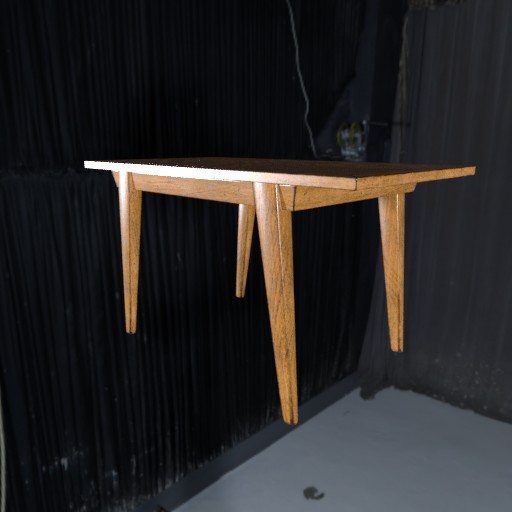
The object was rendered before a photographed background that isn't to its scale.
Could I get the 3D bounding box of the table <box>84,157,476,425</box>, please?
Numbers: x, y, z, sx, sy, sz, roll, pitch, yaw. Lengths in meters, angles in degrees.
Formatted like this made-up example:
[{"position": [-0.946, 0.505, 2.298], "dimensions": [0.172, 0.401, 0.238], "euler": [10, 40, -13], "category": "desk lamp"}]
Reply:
[{"position": [0.000, 0.000, 1.850], "dimensions": [1.400, 0.760, 0.757], "euler": [14, 20, 43], "category": "table"}]
